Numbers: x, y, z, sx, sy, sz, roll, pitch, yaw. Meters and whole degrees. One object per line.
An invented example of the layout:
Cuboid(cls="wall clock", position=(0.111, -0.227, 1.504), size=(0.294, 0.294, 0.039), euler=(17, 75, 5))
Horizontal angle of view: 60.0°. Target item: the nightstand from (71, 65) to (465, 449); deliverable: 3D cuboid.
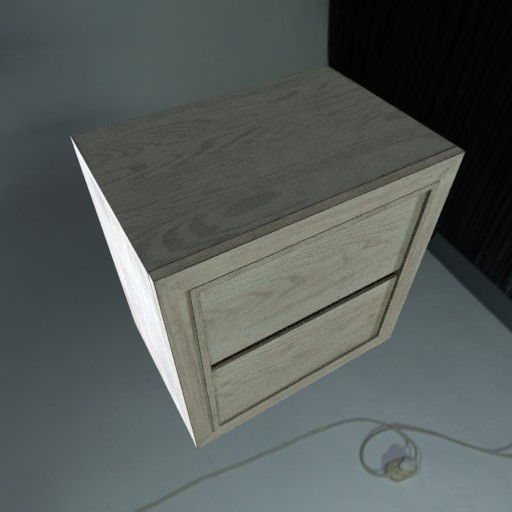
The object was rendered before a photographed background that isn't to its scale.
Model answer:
Cuboid(cls="nightstand", position=(0.000, 0.000, 1.093), size=(0.612, 0.673, 0.483), euler=(-23, 51, -20))
